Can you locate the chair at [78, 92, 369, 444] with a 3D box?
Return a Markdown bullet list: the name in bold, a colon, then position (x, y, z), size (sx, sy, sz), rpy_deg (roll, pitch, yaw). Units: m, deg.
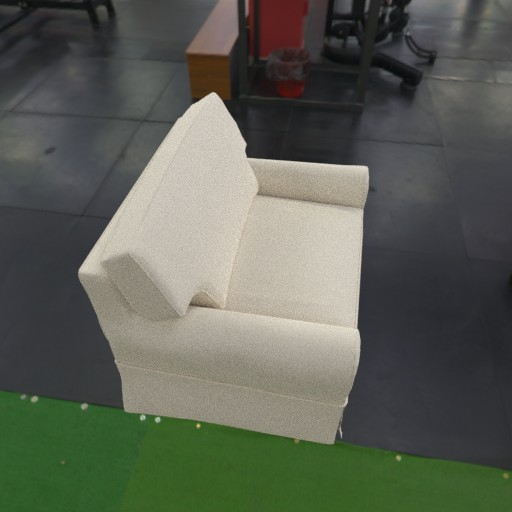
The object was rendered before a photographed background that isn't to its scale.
- **chair**: position (0.000, 0.000, 1.814), size (0.904, 0.958, 1.099), rpy_deg (9, 47, 8)
